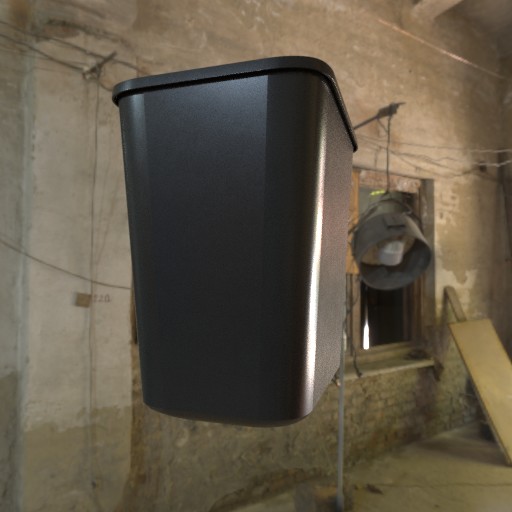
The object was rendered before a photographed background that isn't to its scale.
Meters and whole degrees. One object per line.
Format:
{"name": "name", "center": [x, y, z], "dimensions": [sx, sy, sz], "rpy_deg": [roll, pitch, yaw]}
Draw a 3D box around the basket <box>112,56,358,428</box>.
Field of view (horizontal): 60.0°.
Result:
{"name": "basket", "center": [0.000, 0.000, 0.507], "dimensions": [0.211, 0.307, 0.300], "rpy_deg": [0, -1, 18]}
